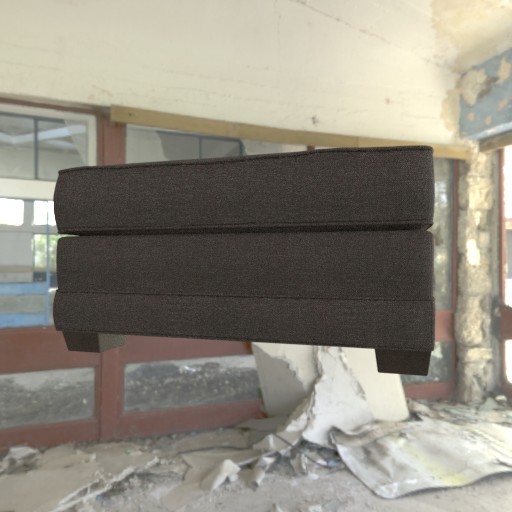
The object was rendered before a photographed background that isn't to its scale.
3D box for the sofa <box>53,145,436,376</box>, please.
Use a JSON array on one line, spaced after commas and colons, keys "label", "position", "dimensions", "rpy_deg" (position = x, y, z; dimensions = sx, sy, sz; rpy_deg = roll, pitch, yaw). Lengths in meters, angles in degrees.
[{"label": "sofa", "position": [0.000, 0.000, 1.189], "dimensions": [0.854, 0.457, 0.578], "rpy_deg": [0, 0, 17]}]
